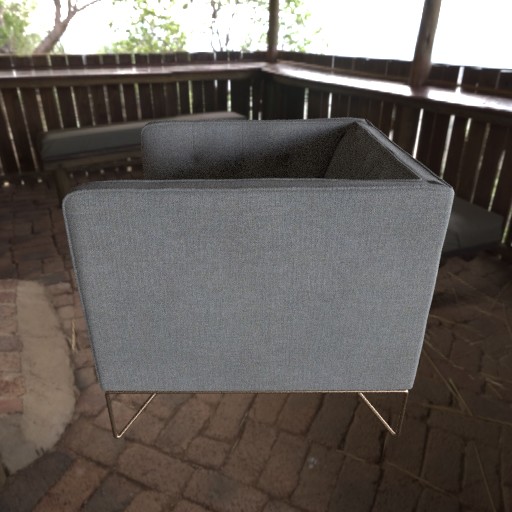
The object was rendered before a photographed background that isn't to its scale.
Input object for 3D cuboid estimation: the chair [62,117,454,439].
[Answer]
[{"bbox_3d":[0.000,0.000,1.563,0.912,0.799,0.920,0,27,0],"label":"chair"}]
